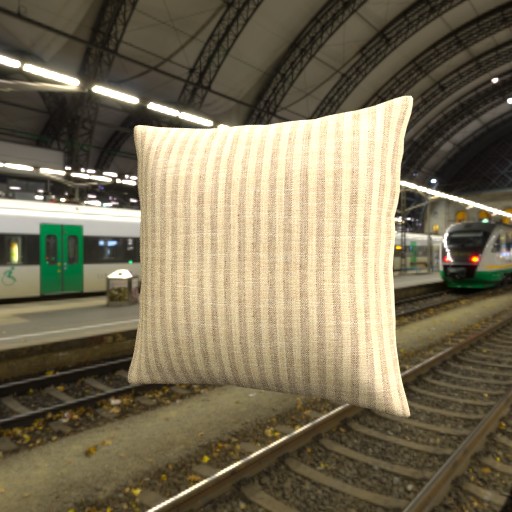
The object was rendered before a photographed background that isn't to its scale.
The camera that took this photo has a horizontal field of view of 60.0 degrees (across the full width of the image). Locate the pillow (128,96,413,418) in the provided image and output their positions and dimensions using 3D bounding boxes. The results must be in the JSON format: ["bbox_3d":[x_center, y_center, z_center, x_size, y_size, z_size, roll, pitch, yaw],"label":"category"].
[{"bbox_3d":[0.000,0.000,0.786,0.523,0.510,0.166,0,0,19],"label":"pillow"}]
